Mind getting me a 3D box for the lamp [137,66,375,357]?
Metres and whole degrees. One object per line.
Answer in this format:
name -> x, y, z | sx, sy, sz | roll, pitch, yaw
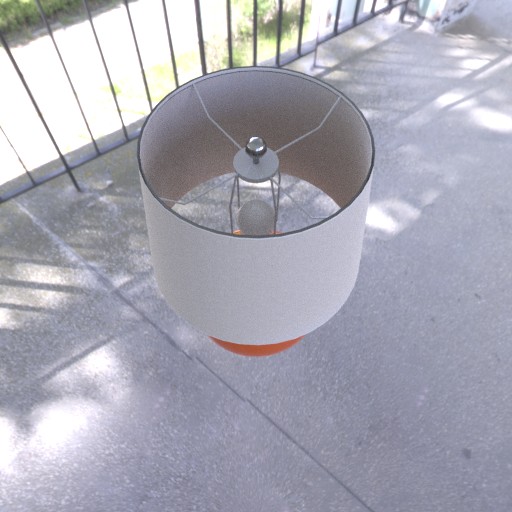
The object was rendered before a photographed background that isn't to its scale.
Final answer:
lamp -> 0.000, 0.000, 0.549 | 0.247, 0.387, 0.247 | 0, 59, 0
